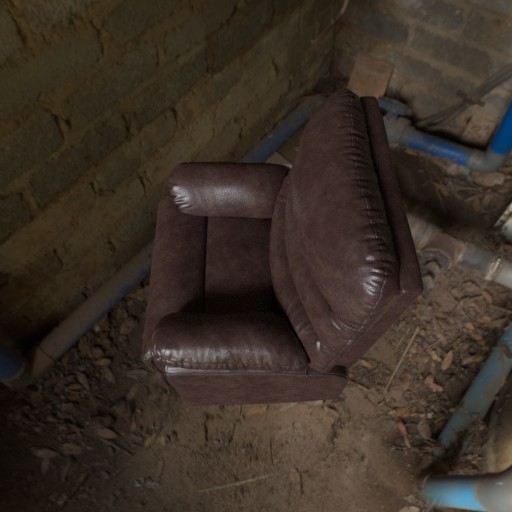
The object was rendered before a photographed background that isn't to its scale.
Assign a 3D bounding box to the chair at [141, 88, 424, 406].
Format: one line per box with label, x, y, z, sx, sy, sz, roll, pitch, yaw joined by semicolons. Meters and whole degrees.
chair;0.000;0.000;1.747;0.879;1.041;0.940;-1;59;-1
